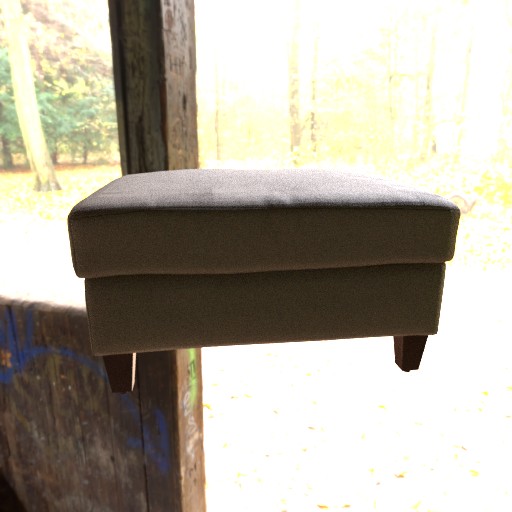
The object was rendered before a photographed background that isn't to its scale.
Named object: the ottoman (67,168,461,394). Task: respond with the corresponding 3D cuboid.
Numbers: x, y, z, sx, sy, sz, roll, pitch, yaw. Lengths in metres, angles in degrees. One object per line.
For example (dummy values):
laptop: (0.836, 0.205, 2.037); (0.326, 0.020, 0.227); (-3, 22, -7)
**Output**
ottoman: (0.000, 0.000, 1.336); (0.902, 0.511, 0.692); (-2, 16, -8)
